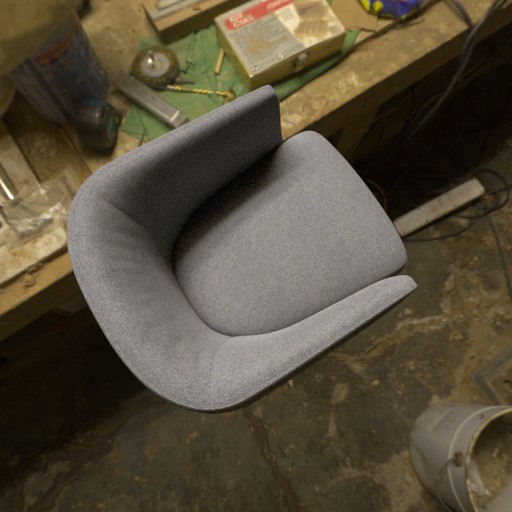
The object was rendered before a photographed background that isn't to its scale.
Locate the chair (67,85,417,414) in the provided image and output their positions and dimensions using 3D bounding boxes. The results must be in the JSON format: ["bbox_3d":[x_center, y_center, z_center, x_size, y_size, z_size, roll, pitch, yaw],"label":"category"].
[{"bbox_3d":[0.000,0.000,1.603,0.986,0.861,0.822,-32,78,-7],"label":"chair"}]
